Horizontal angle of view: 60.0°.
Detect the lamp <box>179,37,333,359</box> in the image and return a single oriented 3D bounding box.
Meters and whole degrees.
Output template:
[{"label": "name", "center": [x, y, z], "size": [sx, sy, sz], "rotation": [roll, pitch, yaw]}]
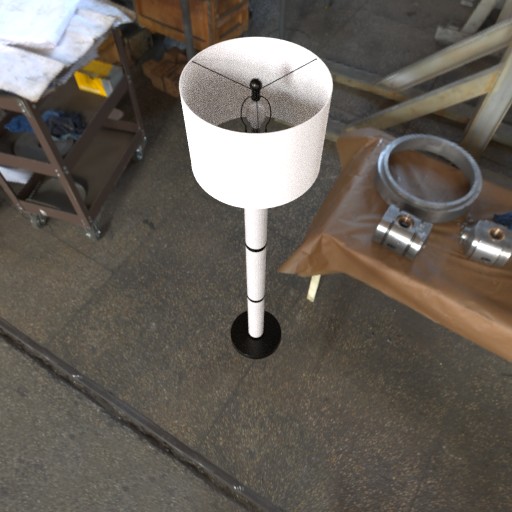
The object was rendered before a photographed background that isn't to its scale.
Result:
[{"label": "lamp", "center": [0.000, 0.000, 1.751], "size": [0.377, 1.599, 0.377], "rotation": [-2, 57, -1]}]
